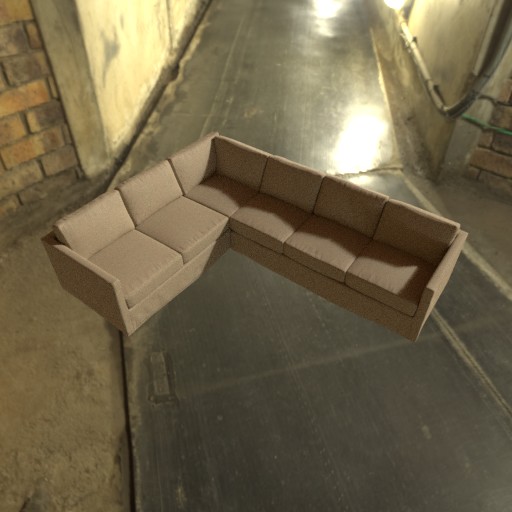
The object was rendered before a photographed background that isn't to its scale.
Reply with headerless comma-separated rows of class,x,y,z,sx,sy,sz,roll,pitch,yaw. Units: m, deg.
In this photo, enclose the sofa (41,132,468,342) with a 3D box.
sofa,0.000,0.000,4.278,3.182,0.871,2.432,26,49,26
